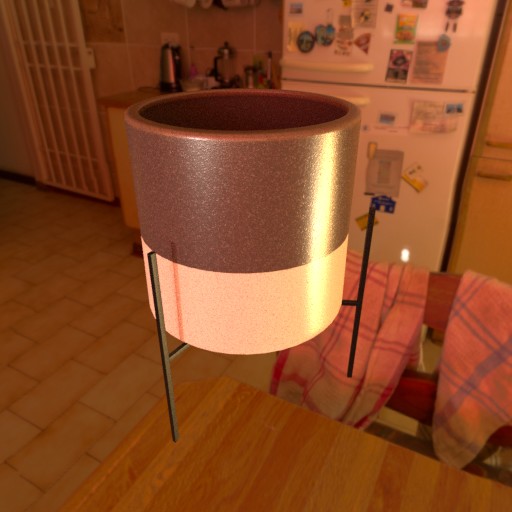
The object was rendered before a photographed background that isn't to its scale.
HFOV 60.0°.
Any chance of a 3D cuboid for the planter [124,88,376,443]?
[{"bbox_3d":[0.000,0.000,0.535,0.260,0.353,0.250,-1,29,-1],"label":"planter"}]
